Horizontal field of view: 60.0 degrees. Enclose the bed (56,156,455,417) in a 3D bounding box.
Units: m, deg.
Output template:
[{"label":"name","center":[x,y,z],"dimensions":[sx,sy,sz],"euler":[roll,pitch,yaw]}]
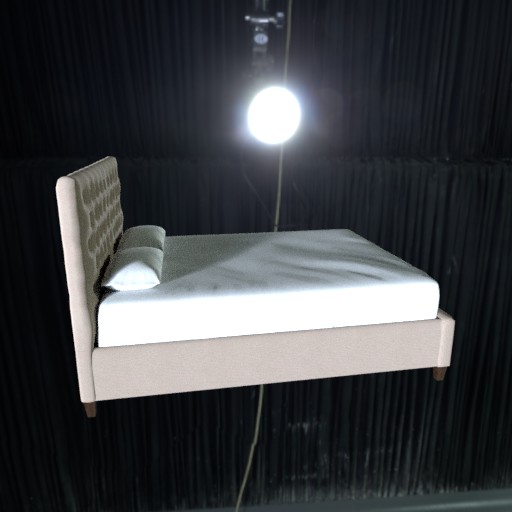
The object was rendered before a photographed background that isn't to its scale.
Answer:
[{"label":"bed","center":[0.000,0.000,3.420],"dimensions":[2.387,1.427,1.698],"euler":[-3,16,-10]}]
